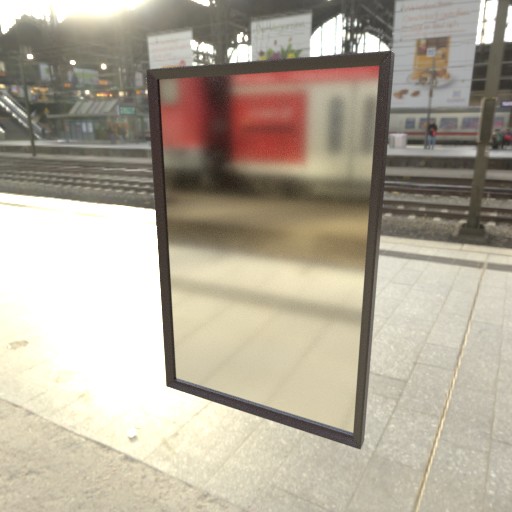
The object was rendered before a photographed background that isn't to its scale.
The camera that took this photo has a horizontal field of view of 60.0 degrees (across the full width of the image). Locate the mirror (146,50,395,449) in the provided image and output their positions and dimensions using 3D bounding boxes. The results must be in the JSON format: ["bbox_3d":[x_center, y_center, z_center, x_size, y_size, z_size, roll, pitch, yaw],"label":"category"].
[{"bbox_3d":[0.000,0.000,1.132,0.609,0.915,0.041,8,18,26],"label":"mirror"}]
